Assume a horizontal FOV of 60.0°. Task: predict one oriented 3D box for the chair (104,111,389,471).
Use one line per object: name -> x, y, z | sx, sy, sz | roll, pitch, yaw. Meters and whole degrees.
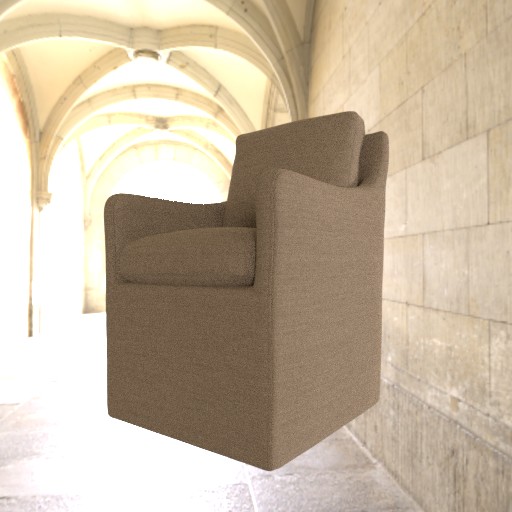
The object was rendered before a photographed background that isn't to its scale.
chair -> 0.000, 0.000, 1.345 | 0.626, 0.914, 0.694 | -1, -1, 37
